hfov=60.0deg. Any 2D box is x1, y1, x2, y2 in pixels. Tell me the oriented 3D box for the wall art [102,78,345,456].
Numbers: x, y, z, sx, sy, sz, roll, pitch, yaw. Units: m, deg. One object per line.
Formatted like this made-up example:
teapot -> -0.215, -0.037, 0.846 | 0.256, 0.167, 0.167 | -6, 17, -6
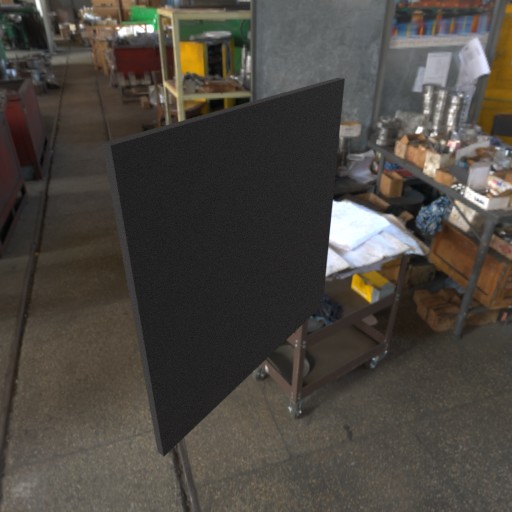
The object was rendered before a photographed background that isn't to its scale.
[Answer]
wall art -> 0.000, 0.000, 0.684 | 0.013, 0.458, 0.456 | 22, 37, 31
